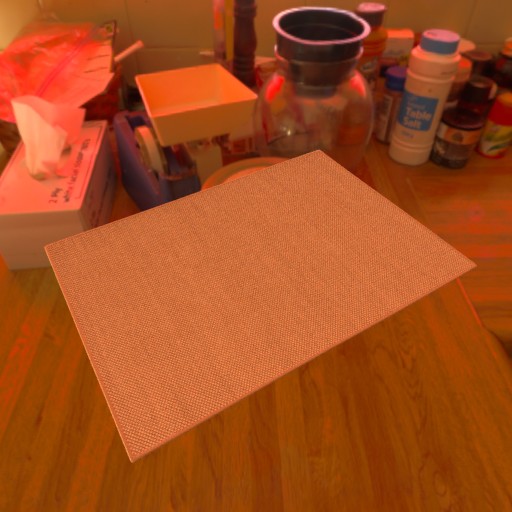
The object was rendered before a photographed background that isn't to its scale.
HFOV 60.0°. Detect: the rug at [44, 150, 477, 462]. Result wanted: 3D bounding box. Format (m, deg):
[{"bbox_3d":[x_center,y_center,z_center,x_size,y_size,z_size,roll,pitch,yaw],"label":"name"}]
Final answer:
[{"bbox_3d":[0.000,0.000,2.669,2.134,0.013,1.524,-23,49,-22],"label":"rug"}]
